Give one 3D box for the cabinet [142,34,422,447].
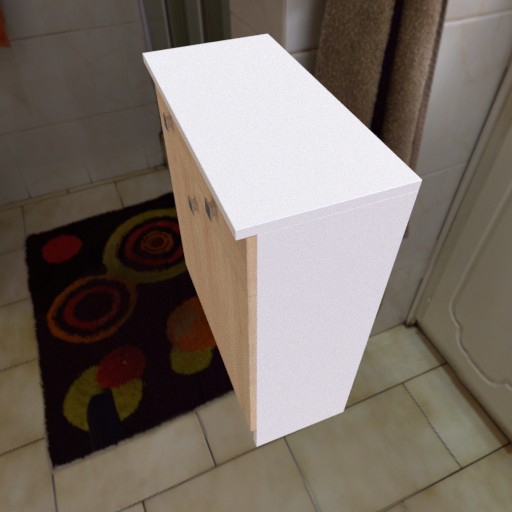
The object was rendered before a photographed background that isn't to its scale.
[{"bbox_3d":[0.000,0.000,1.110,0.296,0.815,0.600,-16,49,-14],"label":"cabinet"}]
